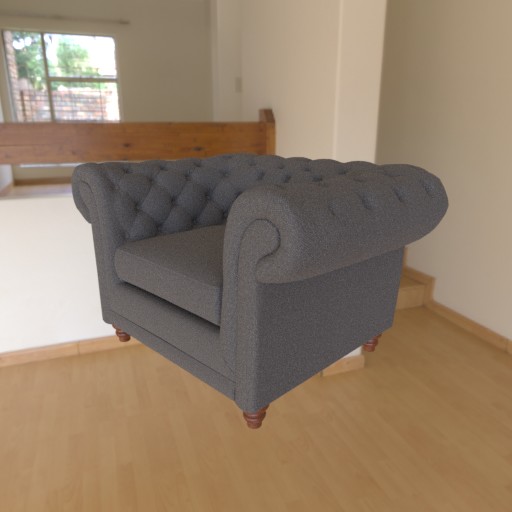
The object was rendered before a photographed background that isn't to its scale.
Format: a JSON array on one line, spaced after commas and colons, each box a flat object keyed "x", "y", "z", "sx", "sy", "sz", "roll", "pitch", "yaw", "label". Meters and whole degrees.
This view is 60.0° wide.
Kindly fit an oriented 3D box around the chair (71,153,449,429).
[{"x": 0.000, "y": 0.000, "z": 1.847, "sx": 1.270, "sy": 0.770, "sz": 0.976, "roll": 16, "pitch": 23, "yaw": 43, "label": "chair"}]
